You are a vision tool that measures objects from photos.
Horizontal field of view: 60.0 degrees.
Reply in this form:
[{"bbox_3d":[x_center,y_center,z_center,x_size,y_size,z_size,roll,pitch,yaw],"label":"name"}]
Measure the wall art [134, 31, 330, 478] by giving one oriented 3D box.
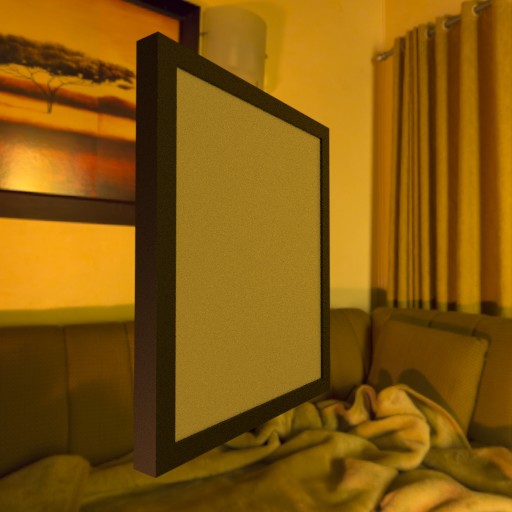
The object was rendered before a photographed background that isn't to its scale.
[{"bbox_3d":[0.000,0.000,0.520,0.029,0.381,0.330,-1,-2,36],"label":"wall art"}]
